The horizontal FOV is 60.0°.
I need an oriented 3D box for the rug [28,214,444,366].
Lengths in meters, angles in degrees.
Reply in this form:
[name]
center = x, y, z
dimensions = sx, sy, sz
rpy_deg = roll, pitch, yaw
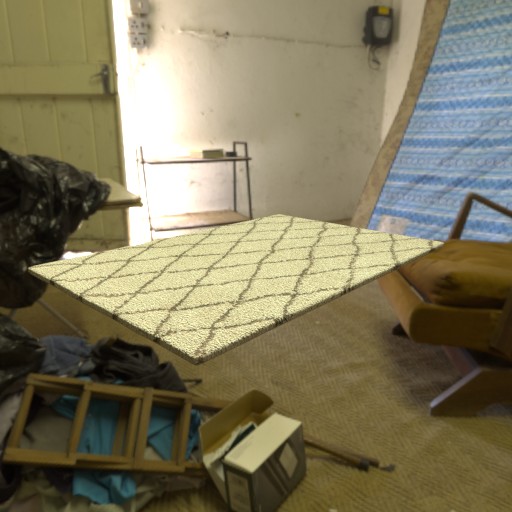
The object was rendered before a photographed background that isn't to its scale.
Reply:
[rug]
center = 0.000, 0.000, 2.254
dimensions = 1.219, 0.030, 1.778
rpy_deg = 15, 22, 41
